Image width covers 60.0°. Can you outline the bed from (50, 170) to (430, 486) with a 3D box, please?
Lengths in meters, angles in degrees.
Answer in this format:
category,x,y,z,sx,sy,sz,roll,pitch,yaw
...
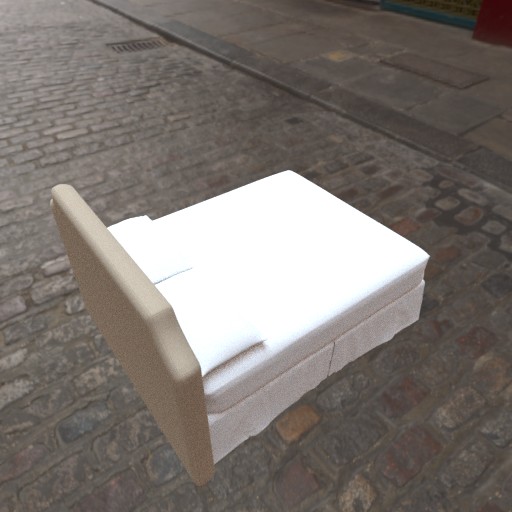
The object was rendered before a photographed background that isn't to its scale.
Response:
category,x,y,z,sx,sy,sz,roll,pitch,yaw
bed,0.000,0.000,3.252,2.204,1.301,1.828,-26,46,-28
